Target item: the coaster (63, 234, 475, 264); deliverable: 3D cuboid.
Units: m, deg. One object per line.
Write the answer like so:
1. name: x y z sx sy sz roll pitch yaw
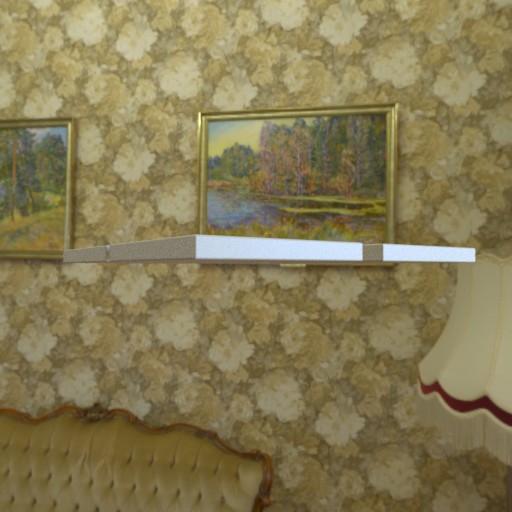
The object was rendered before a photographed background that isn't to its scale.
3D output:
1. coaster: 0.000 0.000 0.327 0.219 0.010 0.214 1 -2 -37
